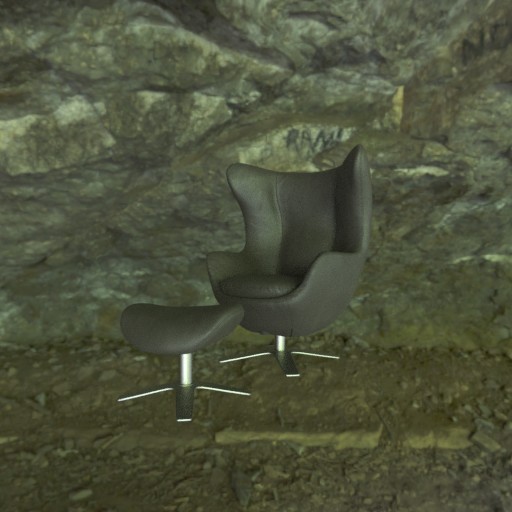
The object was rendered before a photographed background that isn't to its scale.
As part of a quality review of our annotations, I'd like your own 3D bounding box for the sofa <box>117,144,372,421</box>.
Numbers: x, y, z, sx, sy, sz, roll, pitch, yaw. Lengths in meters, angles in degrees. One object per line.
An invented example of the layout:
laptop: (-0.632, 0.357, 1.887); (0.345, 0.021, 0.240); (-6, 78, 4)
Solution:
sofa: (0.000, 0.000, 2.231); (0.894, 1.135, 1.444); (1, 1, 37)
